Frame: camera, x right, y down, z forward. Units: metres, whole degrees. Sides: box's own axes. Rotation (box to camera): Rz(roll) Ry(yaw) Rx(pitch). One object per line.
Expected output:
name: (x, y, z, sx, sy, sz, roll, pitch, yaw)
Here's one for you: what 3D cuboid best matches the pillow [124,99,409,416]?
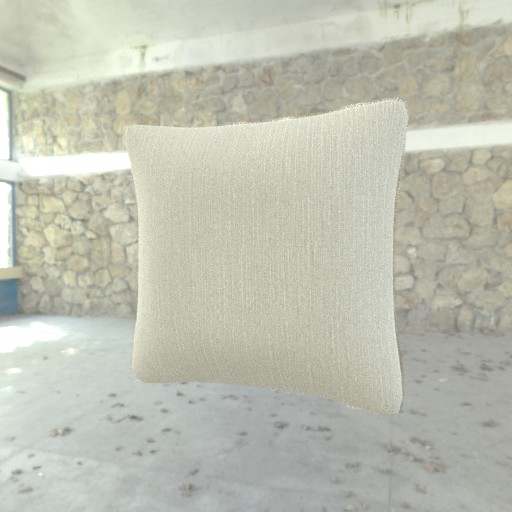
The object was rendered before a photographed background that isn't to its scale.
pillow: (0.000, 0.000, 0.826, 0.538, 0.525, 0.216, 0, 1, 18)
